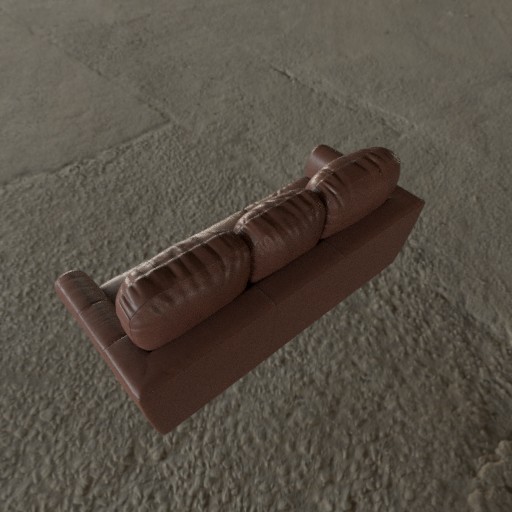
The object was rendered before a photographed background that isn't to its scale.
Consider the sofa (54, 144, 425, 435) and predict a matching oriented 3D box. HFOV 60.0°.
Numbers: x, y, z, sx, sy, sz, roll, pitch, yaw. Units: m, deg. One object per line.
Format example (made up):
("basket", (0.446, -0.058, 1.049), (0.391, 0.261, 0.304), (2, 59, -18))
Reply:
("sofa", (0.000, 0.000, 2.388), (1.862, 0.915, 0.802), (-31, 53, -27))
